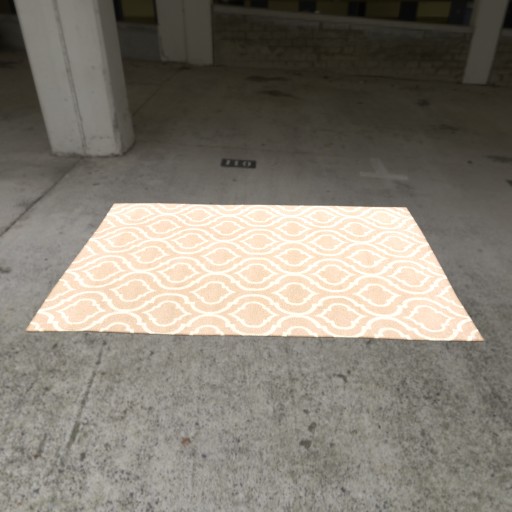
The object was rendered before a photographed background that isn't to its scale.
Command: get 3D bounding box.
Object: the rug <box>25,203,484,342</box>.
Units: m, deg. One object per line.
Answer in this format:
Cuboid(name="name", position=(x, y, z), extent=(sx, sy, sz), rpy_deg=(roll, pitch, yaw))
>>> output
Cuboid(name="rug", position=(0.000, 0.000, 2.166), extent=(1.761, 0.013, 1.152), rpy_deg=(1, 32, 1))
